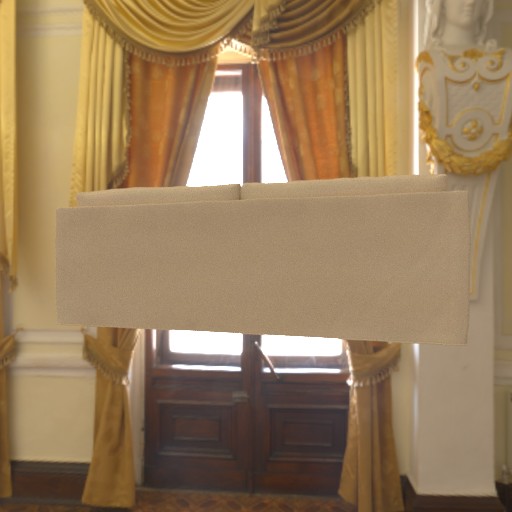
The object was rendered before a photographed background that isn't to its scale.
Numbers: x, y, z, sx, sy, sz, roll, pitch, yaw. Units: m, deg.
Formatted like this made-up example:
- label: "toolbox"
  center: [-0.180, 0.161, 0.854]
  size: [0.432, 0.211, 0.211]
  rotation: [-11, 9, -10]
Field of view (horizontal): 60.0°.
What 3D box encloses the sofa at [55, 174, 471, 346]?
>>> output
- label: "sofa"
  center: [0.000, 0.000, 3.286]
  size: [2.779, 0.999, 1.036]
  rotation: [0, 0, 17]
